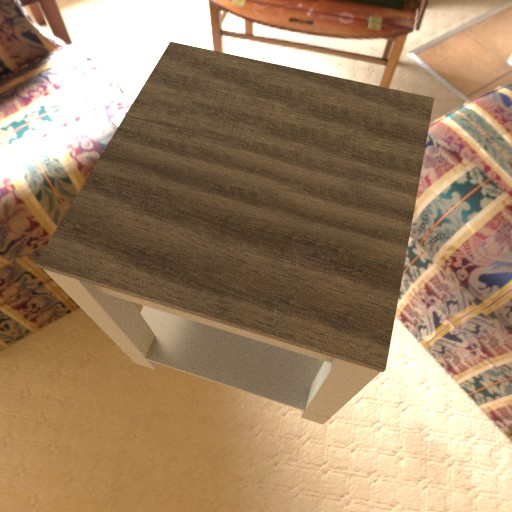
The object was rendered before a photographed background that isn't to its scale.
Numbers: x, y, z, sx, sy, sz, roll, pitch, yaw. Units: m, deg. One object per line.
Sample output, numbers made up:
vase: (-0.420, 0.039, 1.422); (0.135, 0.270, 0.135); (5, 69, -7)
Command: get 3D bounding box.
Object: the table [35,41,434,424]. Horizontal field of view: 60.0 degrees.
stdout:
table: (0.000, 0.000, 0.973); (0.506, 0.587, 0.504); (16, 64, 8)
